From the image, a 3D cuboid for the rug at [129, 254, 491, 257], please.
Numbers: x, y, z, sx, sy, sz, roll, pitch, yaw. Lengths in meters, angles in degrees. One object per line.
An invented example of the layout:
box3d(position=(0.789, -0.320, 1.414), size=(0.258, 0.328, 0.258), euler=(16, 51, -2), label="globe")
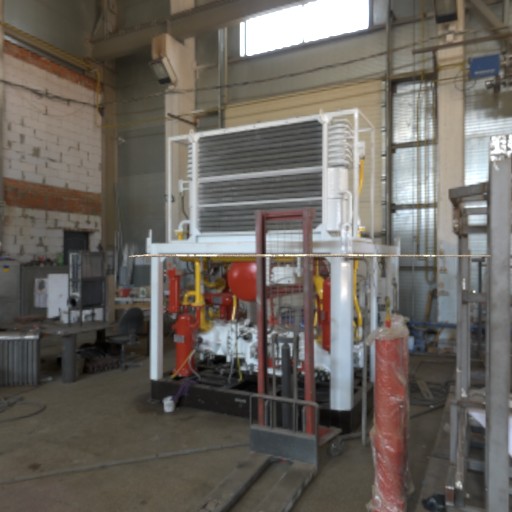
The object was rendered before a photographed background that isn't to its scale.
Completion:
box3d(position=(0.000, 0.000, 2.164), size=(1.142, 0.010, 1.748), euler=(0, 0, -18), label="rug")
